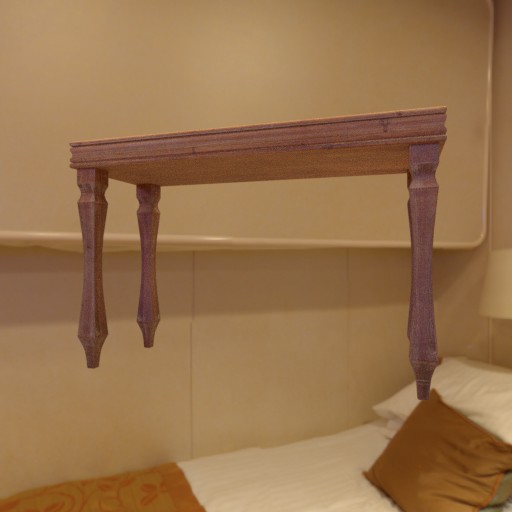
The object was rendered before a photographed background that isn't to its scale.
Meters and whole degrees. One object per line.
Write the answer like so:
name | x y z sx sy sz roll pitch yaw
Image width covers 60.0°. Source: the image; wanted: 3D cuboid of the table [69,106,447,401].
table | 0.000 0.000 1.735 1.330 0.873 0.522 0 0 18
